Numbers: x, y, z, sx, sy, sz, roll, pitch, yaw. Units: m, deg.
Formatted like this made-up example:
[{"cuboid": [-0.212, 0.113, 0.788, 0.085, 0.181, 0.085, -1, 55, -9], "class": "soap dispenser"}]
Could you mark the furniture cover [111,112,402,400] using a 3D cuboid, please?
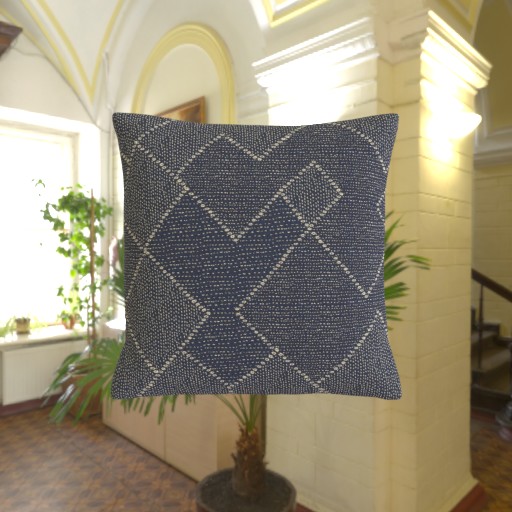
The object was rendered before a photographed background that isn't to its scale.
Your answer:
[{"cuboid": [0.000, 0.000, 0.780, 0.511, 0.503, 0.162, 0, 1, 0], "class": "furniture cover"}]
